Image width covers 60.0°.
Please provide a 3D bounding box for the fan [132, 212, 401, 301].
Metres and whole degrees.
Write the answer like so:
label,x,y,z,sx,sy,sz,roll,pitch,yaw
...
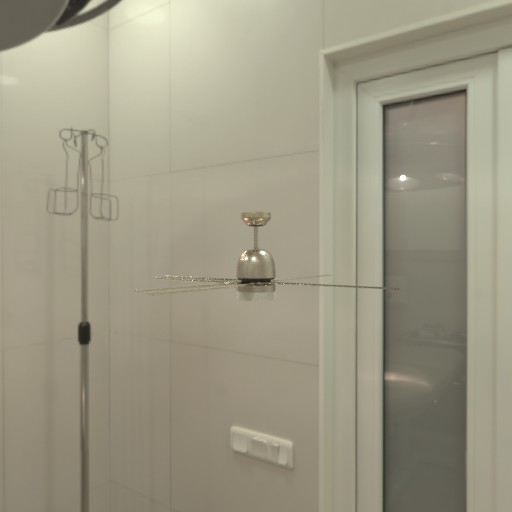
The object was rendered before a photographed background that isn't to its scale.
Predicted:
label,x,y,z,sx,sy,sz,roll,pitch,yaw
fan,0.000,0.000,2.100,1.346,0.406,1.346,0,1,35
